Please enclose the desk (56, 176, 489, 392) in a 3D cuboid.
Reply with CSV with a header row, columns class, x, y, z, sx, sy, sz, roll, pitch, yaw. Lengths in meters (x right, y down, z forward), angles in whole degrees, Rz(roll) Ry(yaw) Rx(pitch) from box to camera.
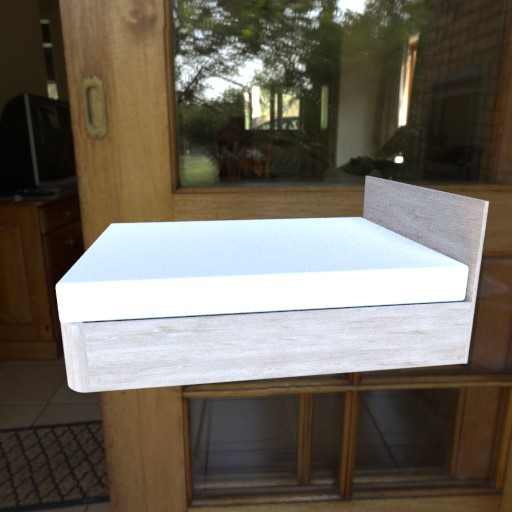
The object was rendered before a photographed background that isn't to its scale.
class,x,y,z,sx,sy,sz,roll,pitch,yaw
desk,0.000,0.000,2.620,1.900,0.800,1.400,-2,15,-8
